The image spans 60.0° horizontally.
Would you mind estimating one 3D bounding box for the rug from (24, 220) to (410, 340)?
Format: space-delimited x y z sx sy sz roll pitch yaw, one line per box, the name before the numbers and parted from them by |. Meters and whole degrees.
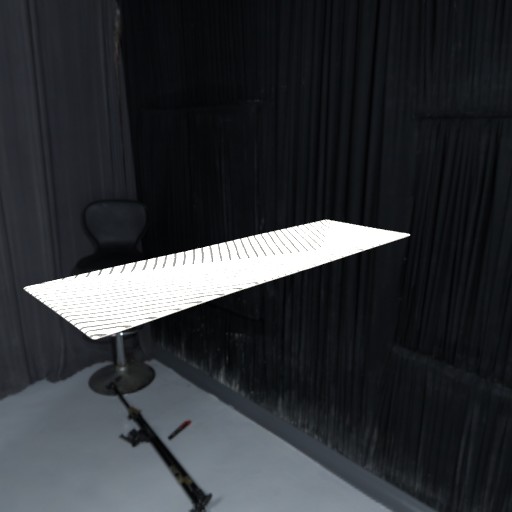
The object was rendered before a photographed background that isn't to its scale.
rug | 0.000 0.000 2.725 2.439 0.020 0.773 -15 22 -42
